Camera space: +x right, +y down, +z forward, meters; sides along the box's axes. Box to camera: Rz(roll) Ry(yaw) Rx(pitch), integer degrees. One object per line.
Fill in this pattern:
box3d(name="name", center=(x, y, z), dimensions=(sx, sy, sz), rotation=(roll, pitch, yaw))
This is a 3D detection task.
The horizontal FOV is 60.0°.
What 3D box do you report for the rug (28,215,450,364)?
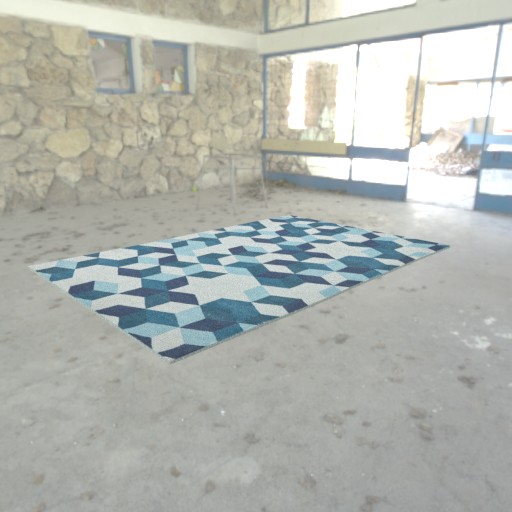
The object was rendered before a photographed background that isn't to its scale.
box3d(name="rug", center=(0.000, 0.000, 2.282), dimensions=(1.829, 0.014, 1.235), rotation=(-15, 22, -41))
